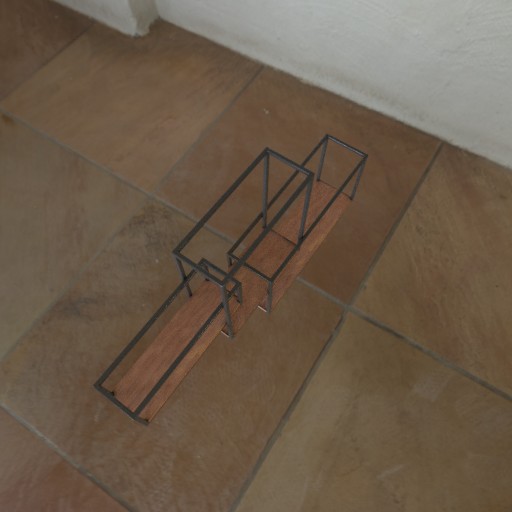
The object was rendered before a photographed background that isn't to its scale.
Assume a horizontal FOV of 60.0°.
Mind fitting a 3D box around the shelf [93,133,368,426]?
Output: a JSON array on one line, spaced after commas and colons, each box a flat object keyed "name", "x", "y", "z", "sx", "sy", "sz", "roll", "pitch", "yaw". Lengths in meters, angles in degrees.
[{"name": "shelf", "x": 0.000, "y": 0.000, "z": 2.156, "sx": 0.275, "sy": 0.972, "sz": 1.781, "roll": 33, "pitch": 68, "yaw": 15}]
